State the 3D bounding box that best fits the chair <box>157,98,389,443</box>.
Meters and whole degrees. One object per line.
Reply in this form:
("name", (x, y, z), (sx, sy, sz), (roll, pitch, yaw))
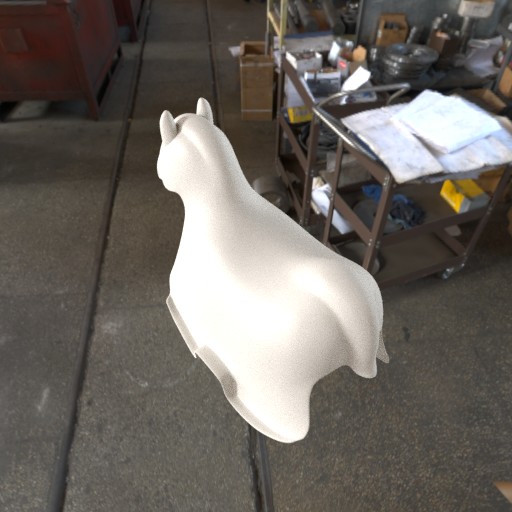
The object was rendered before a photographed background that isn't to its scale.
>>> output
("chair", (0.000, 0.000, 1.128), (0.429, 0.612, 0.800), (-31, 53, -27))
